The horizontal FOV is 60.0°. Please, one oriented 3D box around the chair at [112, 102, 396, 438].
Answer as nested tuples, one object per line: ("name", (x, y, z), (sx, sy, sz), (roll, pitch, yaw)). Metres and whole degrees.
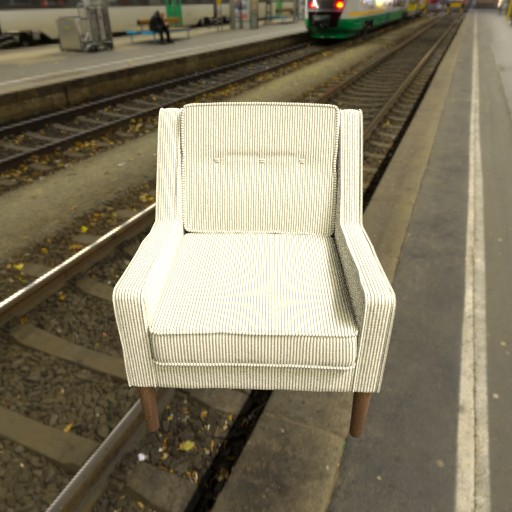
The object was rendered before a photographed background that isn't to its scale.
("chair", (0.000, 0.000, 1.338), (0.663, 0.792, 0.743), (1, 30, 2))
